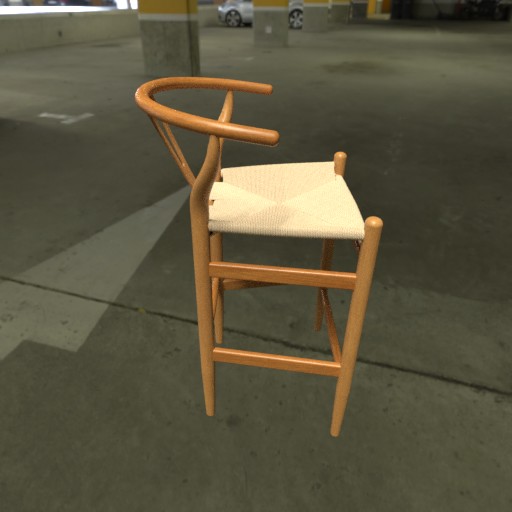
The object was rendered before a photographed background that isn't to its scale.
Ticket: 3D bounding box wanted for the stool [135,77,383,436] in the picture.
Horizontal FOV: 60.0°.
[{"bbox_3d":[0.000,0.000,1.331,0.579,0.970,0.569,0,30,0],"label":"stool"}]
